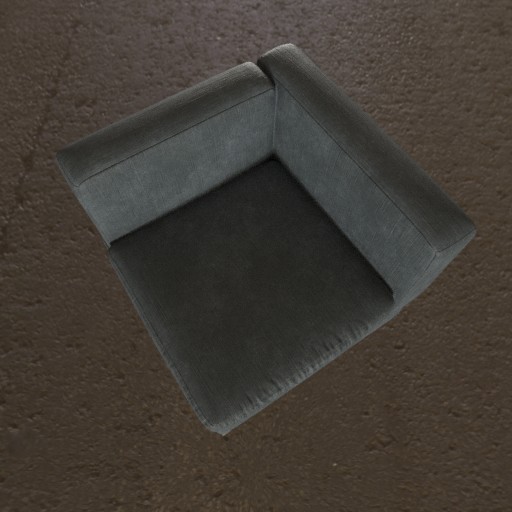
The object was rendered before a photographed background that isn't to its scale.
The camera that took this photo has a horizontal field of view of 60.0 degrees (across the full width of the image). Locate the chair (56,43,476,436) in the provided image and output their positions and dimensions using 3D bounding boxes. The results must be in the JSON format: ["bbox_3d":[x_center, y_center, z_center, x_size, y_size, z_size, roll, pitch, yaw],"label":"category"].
[{"bbox_3d":[0.000,0.000,1.200,0.680,0.660,0.680,-31,68,-14],"label":"chair"}]
